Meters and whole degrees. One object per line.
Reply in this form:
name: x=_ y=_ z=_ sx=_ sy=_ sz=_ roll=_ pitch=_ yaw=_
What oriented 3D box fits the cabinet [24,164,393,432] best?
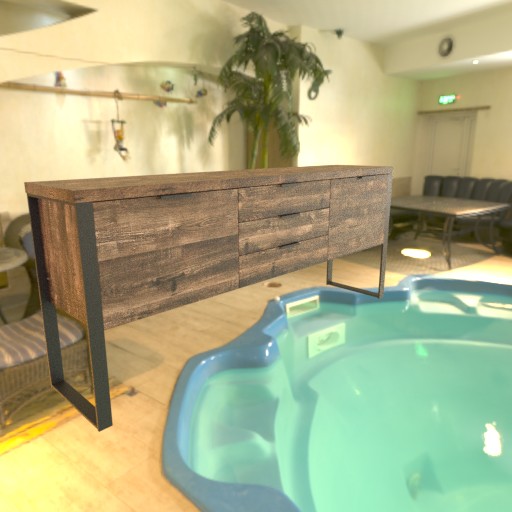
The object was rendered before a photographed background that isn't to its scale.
cabinet: x=0.000 y=0.000 z=2.057 sx=0.395 sy=0.762 sz=1.800 roll=14 pitch=20 yaw=43
